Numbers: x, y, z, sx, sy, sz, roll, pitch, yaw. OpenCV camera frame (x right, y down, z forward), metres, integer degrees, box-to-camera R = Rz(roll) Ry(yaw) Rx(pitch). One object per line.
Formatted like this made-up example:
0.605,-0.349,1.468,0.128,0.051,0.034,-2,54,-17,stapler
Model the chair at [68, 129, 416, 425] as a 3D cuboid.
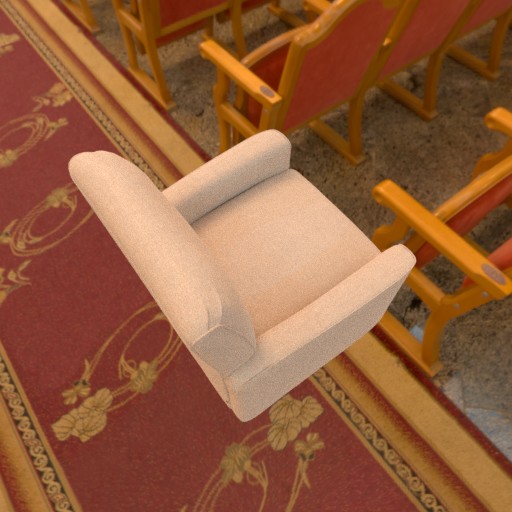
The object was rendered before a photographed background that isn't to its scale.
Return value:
0.000,0.000,1.643,0.858,1.023,0.841,-32,64,-18,chair
